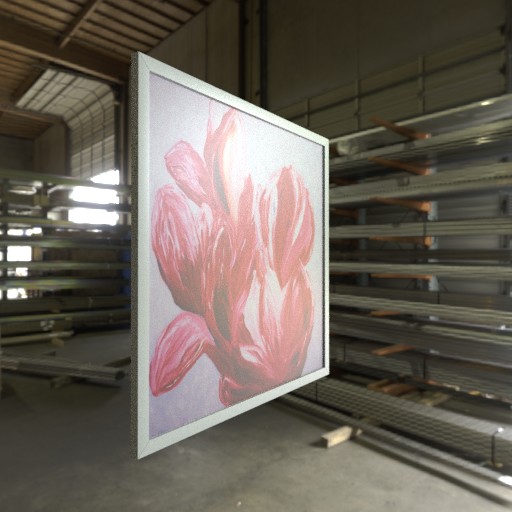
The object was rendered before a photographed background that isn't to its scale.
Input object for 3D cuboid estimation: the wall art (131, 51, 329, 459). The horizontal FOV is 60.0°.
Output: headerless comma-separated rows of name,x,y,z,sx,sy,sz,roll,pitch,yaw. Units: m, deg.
wall art,0.000,0.000,1.200,0.022,0.803,0.805,0,0,37
